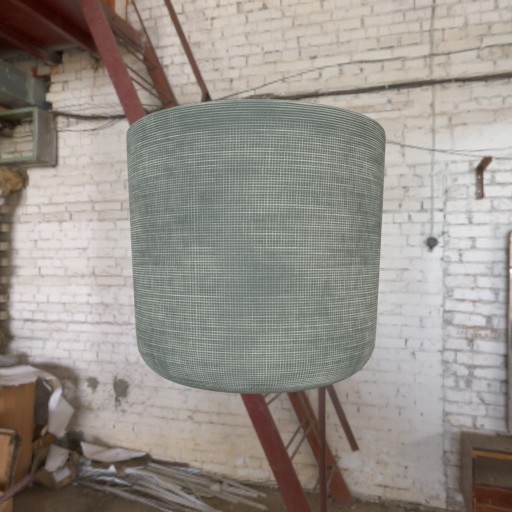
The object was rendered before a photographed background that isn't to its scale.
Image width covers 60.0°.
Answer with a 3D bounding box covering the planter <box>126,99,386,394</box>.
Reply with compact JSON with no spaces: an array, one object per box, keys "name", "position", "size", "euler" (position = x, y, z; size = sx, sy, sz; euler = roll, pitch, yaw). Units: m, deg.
[{"name":"planter","position":[0.000,0.000,0.782],"size":[0.440,0.398,0.440],"euler":[0,0,0]}]
